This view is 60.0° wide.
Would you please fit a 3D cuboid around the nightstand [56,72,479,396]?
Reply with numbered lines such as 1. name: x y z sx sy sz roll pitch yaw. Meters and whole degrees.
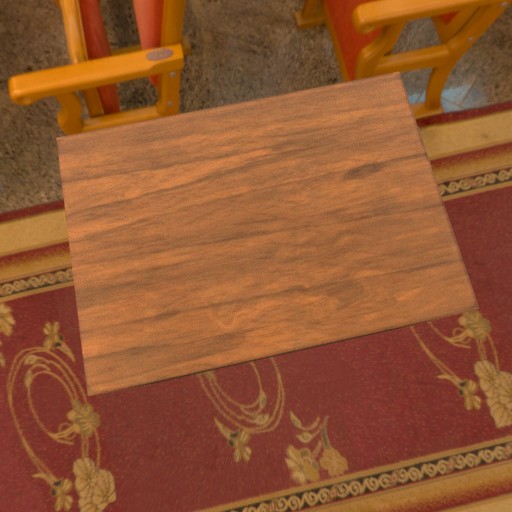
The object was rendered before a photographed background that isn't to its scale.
1. nightstand: 0.000 0.000 1.021 0.610 0.610 0.458 -12 77 -3
